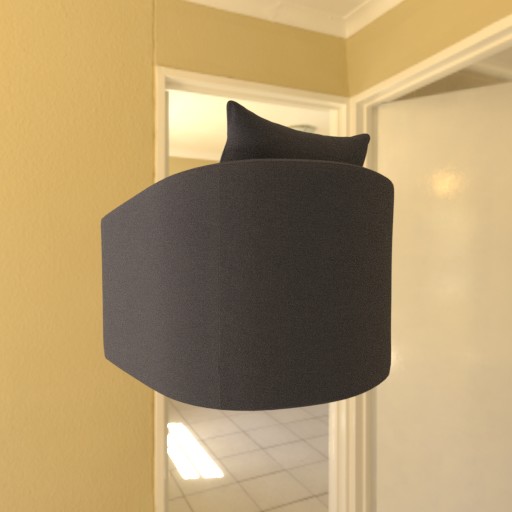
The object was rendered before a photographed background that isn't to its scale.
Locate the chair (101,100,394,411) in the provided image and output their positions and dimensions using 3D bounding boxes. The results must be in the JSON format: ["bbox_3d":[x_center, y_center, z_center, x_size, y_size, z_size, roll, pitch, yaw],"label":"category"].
[{"bbox_3d":[0.000,0.000,1.572,0.845,0.848,0.910,0,1,-35],"label":"chair"}]
